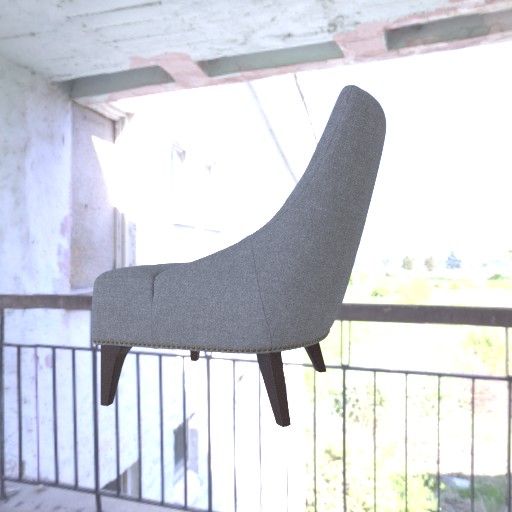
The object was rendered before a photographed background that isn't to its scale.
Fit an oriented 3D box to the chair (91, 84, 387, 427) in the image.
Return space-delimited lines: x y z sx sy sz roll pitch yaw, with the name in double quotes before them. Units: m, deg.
"chair" 0.000 0.000 1.524 0.861 0.909 0.701 0 0 18
